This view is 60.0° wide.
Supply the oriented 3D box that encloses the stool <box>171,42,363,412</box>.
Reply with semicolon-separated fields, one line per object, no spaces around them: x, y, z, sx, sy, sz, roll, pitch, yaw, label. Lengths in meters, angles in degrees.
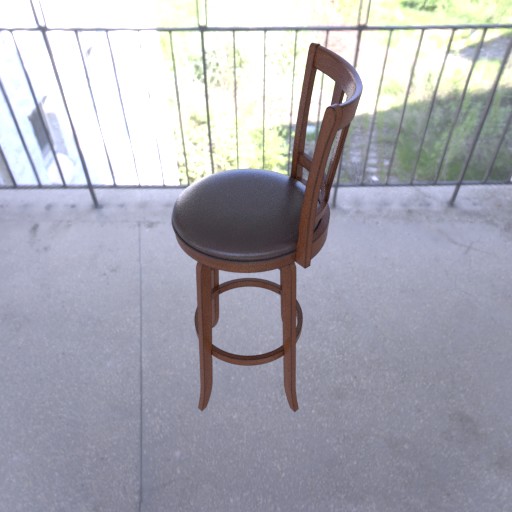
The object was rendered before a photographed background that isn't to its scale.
0.000;0.000;1.440;0.503;1.177;0.464;0;41;0;stool
